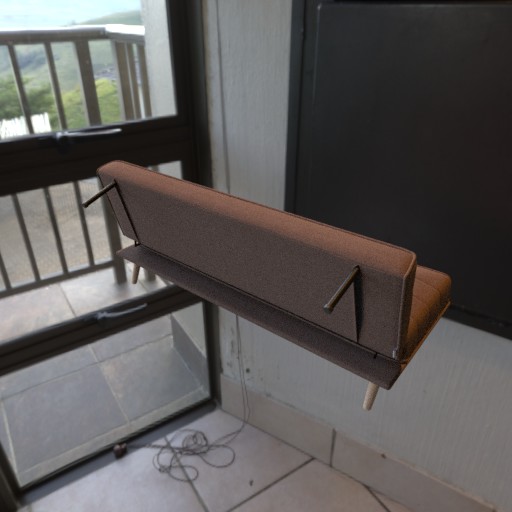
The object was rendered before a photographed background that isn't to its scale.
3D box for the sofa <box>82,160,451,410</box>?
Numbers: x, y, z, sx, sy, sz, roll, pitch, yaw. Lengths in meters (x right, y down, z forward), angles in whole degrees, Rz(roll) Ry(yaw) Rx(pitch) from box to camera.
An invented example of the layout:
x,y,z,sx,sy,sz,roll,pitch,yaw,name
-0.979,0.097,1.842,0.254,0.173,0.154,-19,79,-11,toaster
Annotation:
x,y,z,sx,sy,sz,roll,pitch,yaw,name
0.000,0.000,2.388,1.820,0.810,1.038,21,36,33,sofa
